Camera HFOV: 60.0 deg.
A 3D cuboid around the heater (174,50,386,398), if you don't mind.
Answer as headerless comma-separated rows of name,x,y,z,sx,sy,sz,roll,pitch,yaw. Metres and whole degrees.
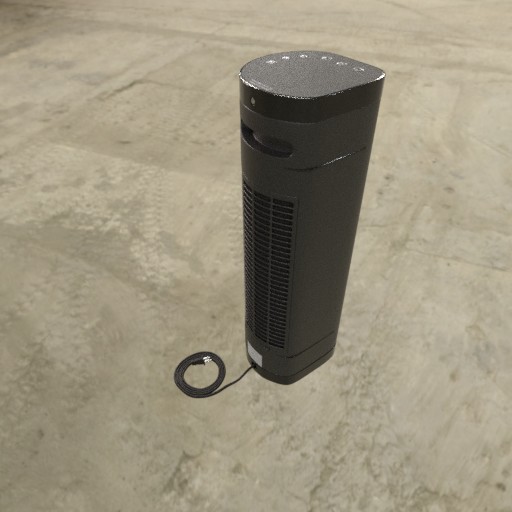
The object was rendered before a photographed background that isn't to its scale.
heater,0.000,0.000,0.708,0.312,0.552,0.174,-26,47,-27
